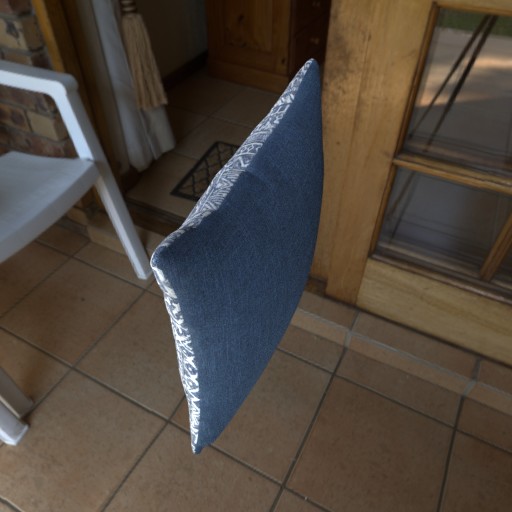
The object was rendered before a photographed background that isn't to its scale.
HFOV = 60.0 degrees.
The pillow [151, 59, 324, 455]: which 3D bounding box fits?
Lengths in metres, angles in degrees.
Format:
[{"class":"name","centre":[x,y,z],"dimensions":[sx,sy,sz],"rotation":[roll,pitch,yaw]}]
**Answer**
[{"class":"pillow","centre":[0.000,0.000,0.773],"dimensions":[0.180,0.487,0.546],"rotation":[16,48,15]}]
